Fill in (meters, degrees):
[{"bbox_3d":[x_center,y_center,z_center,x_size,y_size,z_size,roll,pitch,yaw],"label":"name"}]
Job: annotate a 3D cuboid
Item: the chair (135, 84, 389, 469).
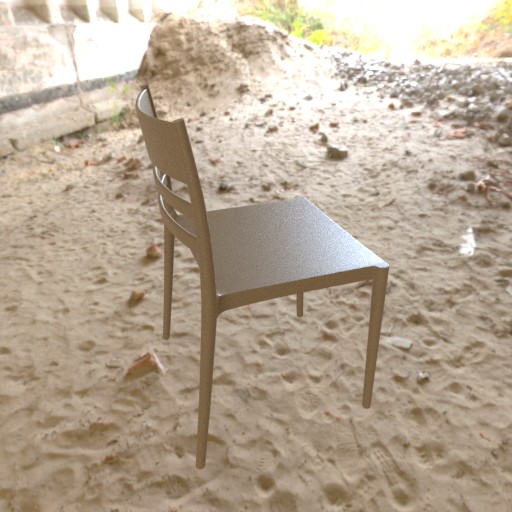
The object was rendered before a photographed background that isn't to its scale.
[{"bbox_3d":[0.000,0.000,1.147,0.511,0.800,0.531,-9,30,-17],"label":"chair"}]
